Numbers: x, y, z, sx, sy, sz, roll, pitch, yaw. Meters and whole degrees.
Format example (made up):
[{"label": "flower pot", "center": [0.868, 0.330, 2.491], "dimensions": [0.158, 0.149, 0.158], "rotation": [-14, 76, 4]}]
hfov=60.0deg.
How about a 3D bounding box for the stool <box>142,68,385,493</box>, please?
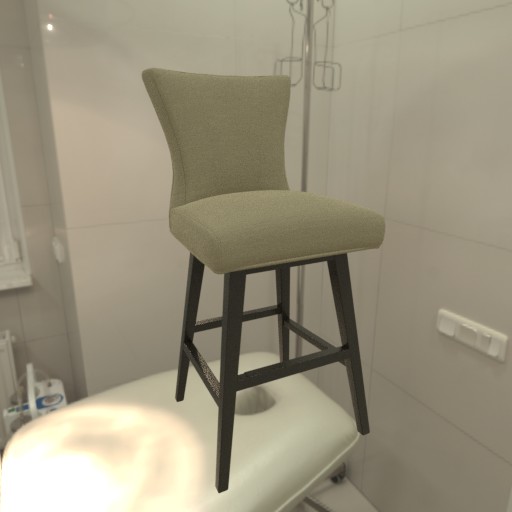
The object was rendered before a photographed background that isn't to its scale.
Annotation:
[{"label": "stool", "center": [0.000, 0.000, 1.355], "dimensions": [0.514, 1.086, 0.574], "rotation": [-9, 19, -26]}]
